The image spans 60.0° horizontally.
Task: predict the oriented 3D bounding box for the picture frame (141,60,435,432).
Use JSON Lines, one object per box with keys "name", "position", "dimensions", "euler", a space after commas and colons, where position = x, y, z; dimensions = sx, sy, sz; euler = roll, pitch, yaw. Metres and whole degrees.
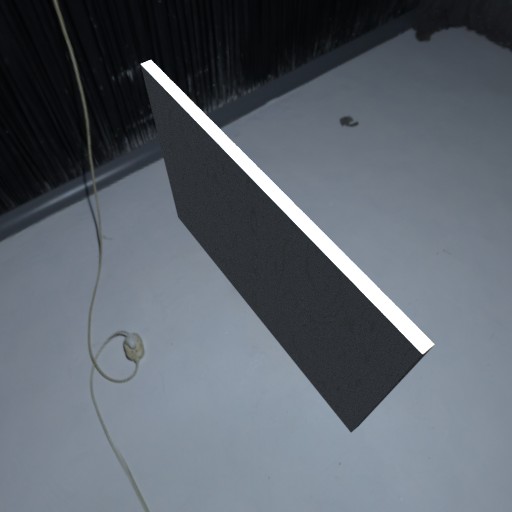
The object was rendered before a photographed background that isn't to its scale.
{"name": "picture frame", "position": [0.000, 0.000, 1.197], "dimensions": [0.029, 0.640, 0.950], "euler": [-32, 63, -18]}
